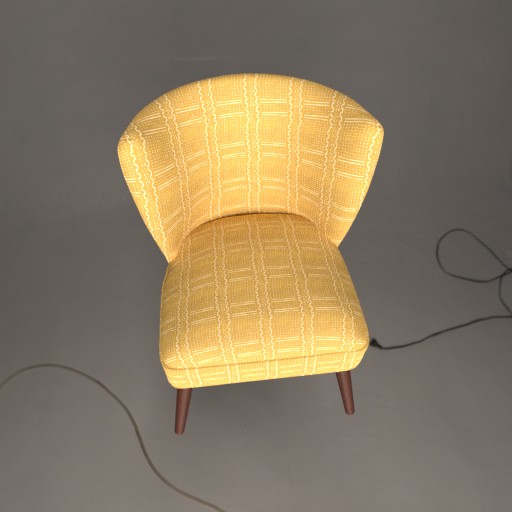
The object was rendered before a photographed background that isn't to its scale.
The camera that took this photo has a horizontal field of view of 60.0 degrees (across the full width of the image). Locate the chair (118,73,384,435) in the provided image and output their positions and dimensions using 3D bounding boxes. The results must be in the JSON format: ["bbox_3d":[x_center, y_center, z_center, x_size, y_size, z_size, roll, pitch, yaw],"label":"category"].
[{"bbox_3d":[0.000,0.000,1.422,0.706,0.866,0.758,-5,48,-4],"label":"chair"}]
